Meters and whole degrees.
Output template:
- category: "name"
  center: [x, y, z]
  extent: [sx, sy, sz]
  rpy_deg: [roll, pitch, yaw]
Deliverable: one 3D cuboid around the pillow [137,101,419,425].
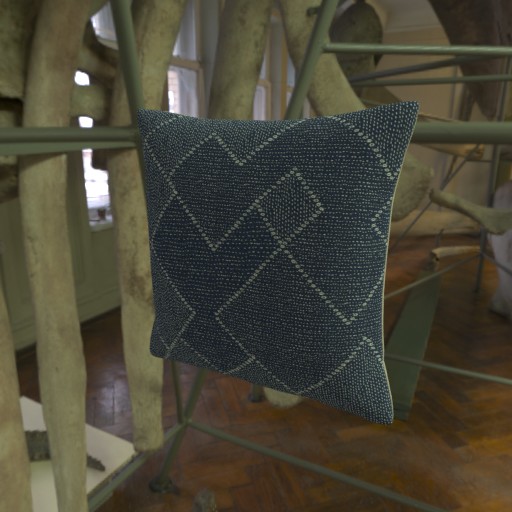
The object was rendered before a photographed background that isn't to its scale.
- category: "pillow"
  center: [0.000, 0.000, 0.663]
  extent: [0.435, 0.428, 0.148]
  rpy_deg: [8, 17, 27]
